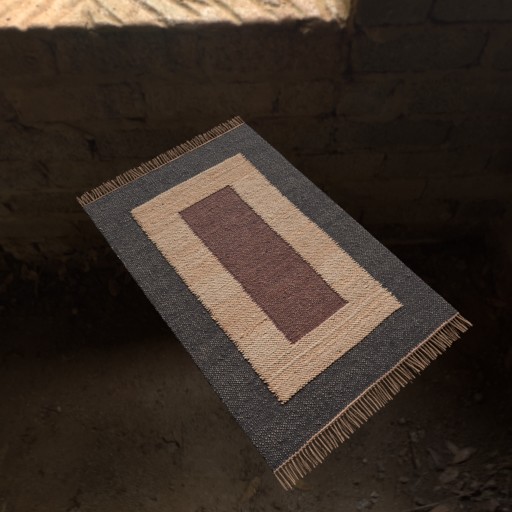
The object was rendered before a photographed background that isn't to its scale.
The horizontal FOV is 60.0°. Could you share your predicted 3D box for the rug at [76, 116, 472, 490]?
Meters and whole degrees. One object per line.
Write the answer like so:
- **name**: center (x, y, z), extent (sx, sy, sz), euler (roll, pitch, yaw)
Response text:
- **rug**: center (0.000, 0.000, 2.465), extent (1.224, 0.027, 2.021), euler (-33, 63, -19)
